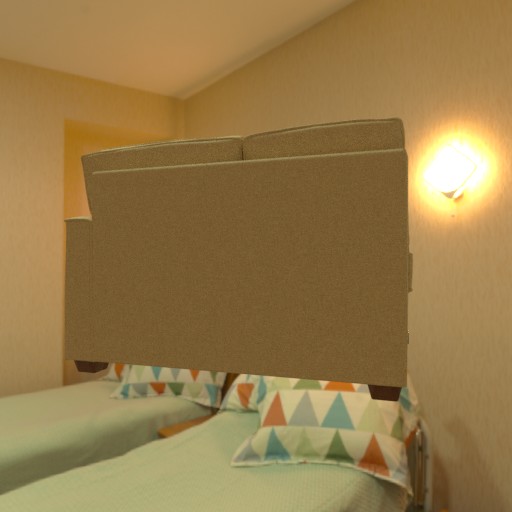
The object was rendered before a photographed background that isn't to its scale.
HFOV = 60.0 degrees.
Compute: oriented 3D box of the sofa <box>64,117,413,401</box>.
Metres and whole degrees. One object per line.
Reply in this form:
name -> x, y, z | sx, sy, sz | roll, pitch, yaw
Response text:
sofa -> 0.000, 0.000, 2.089 | 1.388, 0.989, 0.991 | 0, -1, 18
